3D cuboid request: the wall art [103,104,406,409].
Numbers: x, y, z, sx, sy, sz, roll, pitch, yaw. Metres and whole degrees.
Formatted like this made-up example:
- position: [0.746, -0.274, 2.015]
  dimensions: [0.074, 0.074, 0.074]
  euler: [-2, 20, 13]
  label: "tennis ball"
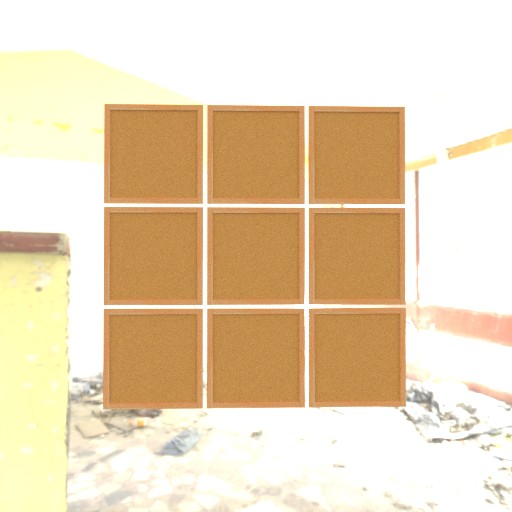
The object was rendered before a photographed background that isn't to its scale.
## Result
- position: [0.000, 0.000, 1.789]
  dimensions: [1.216, 1.220, 0.013]
  euler: [0, -1, -1]
  label: "wall art"
